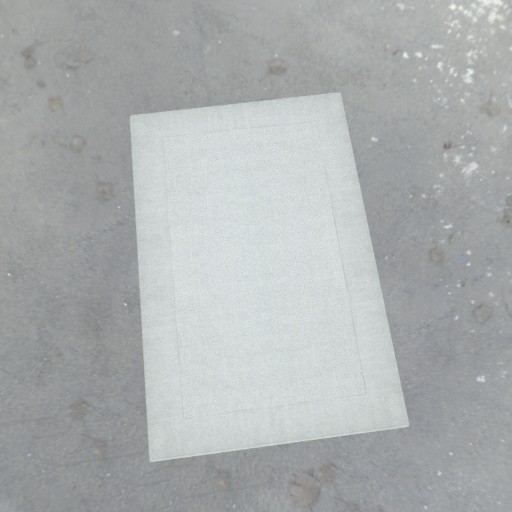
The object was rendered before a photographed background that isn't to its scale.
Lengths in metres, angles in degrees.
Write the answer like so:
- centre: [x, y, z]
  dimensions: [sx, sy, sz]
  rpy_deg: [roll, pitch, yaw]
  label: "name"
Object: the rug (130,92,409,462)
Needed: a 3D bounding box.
- centre: [0.000, 0.000, 2.302]
  dimensions: [1.219, 0.013, 1.829]
  rpy_deg: [-7, 74, -2]
  label: "rug"
